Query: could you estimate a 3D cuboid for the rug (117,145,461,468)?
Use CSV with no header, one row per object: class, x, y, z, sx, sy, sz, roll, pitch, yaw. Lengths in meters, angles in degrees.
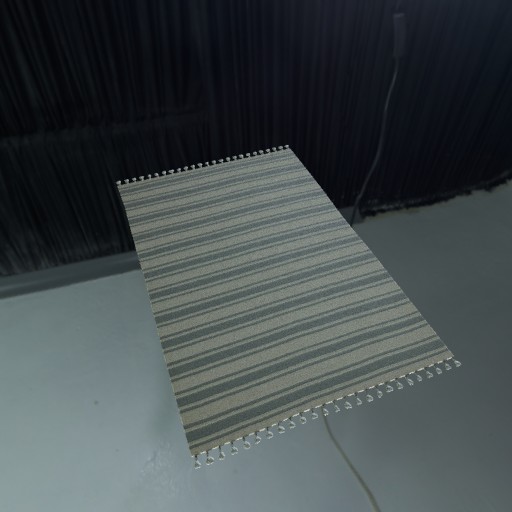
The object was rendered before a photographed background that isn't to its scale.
rug,0.000,0.000,3.058,1.539,0.011,2.410,-15,48,-14
